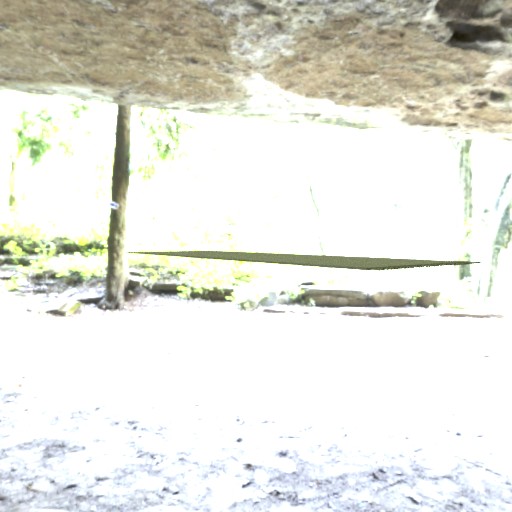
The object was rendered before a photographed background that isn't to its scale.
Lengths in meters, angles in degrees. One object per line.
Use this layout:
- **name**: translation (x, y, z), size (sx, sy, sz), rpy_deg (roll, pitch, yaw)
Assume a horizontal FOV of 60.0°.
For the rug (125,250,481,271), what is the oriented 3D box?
- **rug**: translation (0.000, 0.000, 2.911), size (0.795, 0.015, 2.544), rpy_deg (-2, 3, -38)
